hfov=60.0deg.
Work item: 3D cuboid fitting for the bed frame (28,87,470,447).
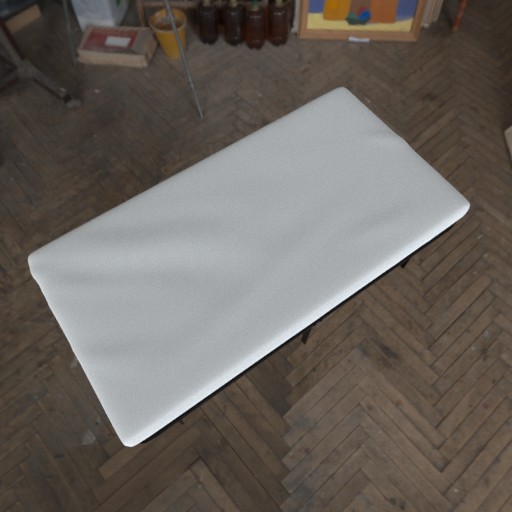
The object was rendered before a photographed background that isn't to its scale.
[{"bbox_3d":[0.000,0.000,2.312,1.903,0.619,0.989,-32,68,-15],"label":"bed frame"}]
